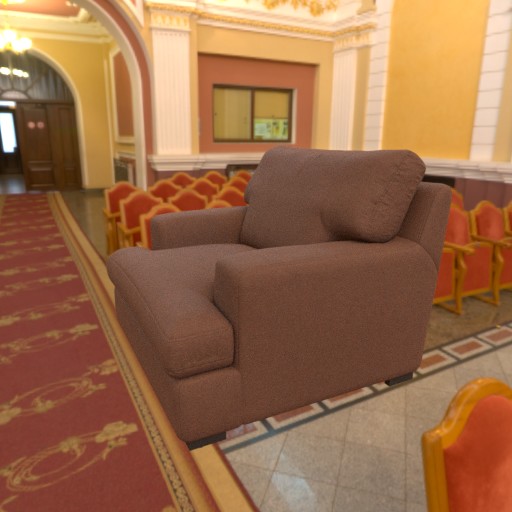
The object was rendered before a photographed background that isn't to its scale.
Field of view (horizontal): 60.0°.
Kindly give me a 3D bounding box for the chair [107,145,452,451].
[{"bbox_3d":[0.000,0.000,1.980,1.143,0.940,1.168,-8,17,-26],"label":"chair"}]
